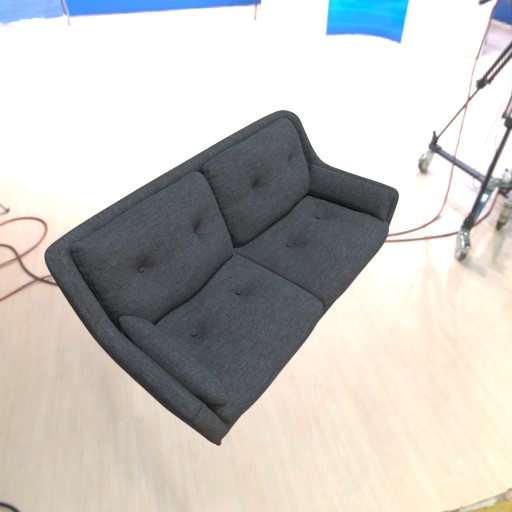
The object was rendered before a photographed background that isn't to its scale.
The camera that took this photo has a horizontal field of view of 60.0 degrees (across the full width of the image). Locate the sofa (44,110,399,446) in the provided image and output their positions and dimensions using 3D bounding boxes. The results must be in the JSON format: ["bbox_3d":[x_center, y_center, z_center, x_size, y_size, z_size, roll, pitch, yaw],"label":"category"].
[{"bbox_3d":[0.000,0.000,2.467,0.975,0.896,1.929,26,48,26],"label":"sofa"}]
